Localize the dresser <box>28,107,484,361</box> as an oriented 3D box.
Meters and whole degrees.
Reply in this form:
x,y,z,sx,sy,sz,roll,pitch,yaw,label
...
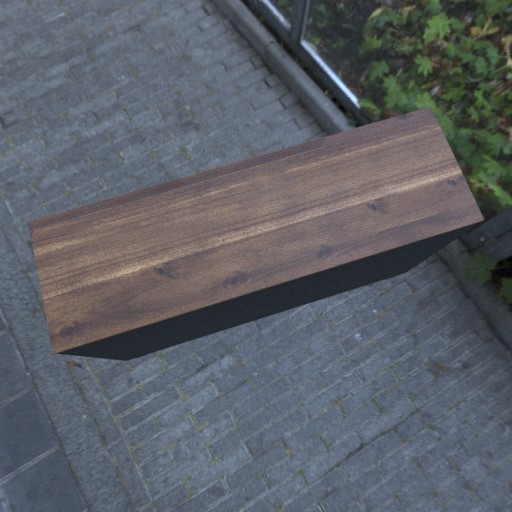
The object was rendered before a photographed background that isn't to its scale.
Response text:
x,y,z,sx,sy,sz,roll,pitch,yaw,label
0.000,0.000,1.841,1.387,0.892,0.438,-17,76,-4,dresser
